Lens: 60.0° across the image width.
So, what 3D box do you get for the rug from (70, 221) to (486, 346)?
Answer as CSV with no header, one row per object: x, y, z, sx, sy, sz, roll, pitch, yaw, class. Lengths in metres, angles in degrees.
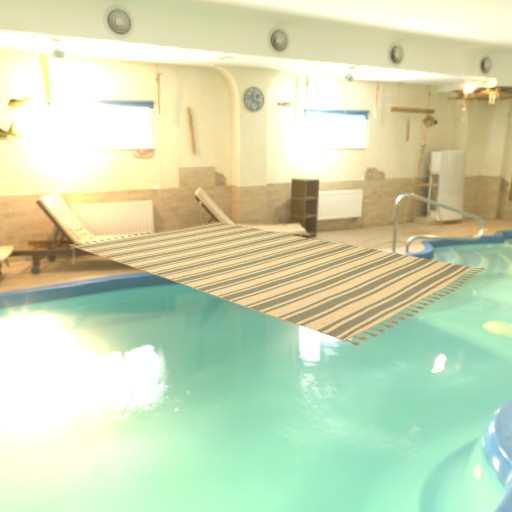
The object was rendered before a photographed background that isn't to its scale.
0.000,0.000,2.492,2.084,0.009,1.222,13,19,42,rug
